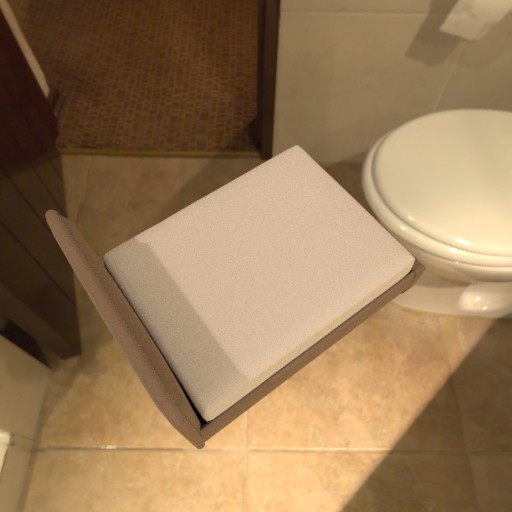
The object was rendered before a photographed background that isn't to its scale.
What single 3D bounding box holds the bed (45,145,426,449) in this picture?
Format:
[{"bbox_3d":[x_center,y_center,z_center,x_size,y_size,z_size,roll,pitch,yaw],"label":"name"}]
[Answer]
[{"bbox_3d":[0.000,0.000,3.519,2.372,1.443,1.713,-33,66,-17],"label":"bed"}]
